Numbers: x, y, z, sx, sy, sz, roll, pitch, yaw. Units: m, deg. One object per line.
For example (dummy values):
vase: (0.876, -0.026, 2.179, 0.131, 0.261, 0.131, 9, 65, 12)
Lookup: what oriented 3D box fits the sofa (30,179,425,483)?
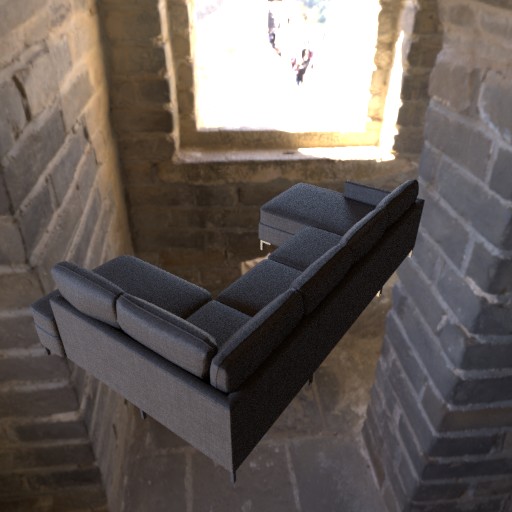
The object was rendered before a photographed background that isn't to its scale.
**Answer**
sofa: (0.000, 0.000, 4.208, 2.048, 0.999, 3.423, 21, 38, 29)
